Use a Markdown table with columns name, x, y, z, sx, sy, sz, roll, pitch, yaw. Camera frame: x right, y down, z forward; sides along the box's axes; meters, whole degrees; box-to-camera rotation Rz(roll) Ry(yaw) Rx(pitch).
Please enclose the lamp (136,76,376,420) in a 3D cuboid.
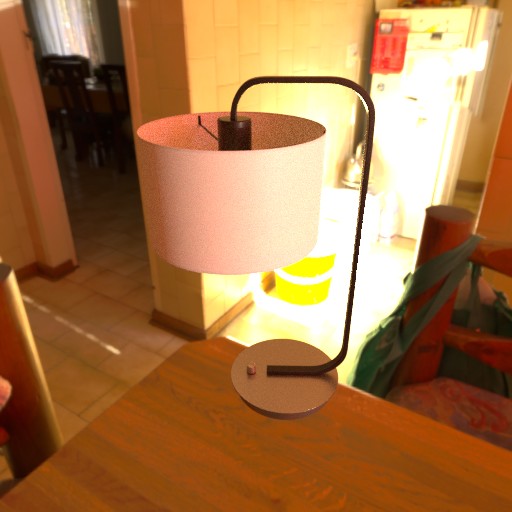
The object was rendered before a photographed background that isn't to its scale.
| name | x | y | z | sx | sy | sz | roll | pitch | yaw |
| --- | --- | --- | --- | --- | --- | --- | --- | --- | --- |
| lamp | 0.000 | 0.000 | 0.627 | 0.288 | 0.473 | 0.230 | 1 | 28 | 1 |
